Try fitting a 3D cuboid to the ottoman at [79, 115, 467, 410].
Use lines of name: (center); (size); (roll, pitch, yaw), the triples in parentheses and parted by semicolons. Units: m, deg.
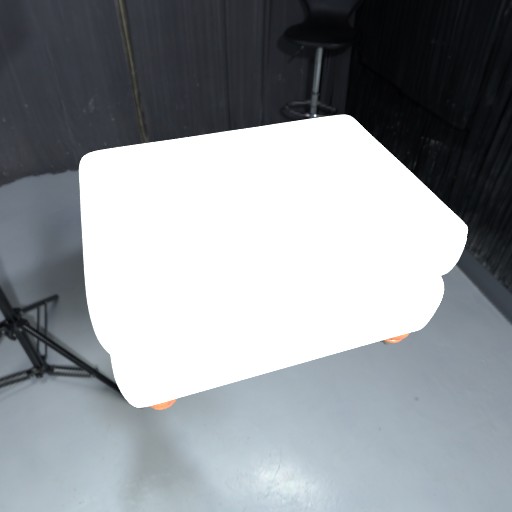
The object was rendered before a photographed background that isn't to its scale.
ottoman: (0.000, 0.000, 1.135); (0.773, 0.499, 0.569); (-12, 44, -13)
